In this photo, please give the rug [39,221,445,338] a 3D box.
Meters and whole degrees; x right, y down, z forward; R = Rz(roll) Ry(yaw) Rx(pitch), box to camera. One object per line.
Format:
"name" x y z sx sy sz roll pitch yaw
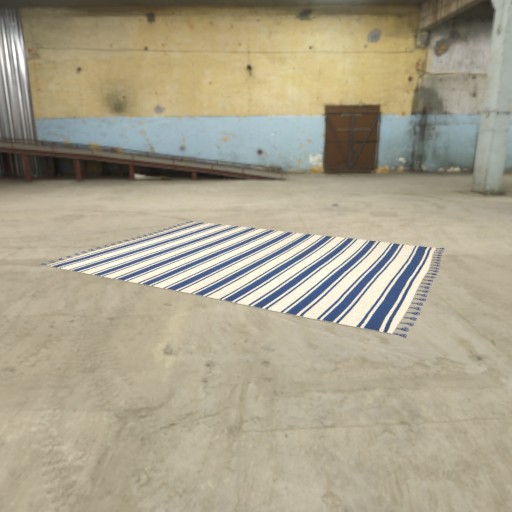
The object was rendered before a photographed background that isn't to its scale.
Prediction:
"rug" 0.000 0.000 4.517 3.416 0.016 2.471 8 17 27
